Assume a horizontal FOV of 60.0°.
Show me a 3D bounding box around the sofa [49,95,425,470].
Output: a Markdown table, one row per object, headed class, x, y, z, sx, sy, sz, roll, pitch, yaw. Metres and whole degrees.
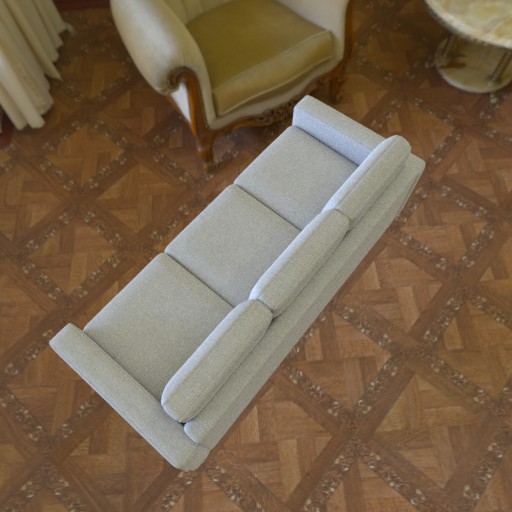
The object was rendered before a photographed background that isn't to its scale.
| class | x | y | z | sx | sy | sz | roll | pitch | yaw |
| --- | --- | --- | --- | --- | --- | --- | --- | --- | --- |
| sofa | 0.000 | 0.000 | 2.506 | 0.900 | 0.800 | 2.120 | 36 | 69 | 16 |
